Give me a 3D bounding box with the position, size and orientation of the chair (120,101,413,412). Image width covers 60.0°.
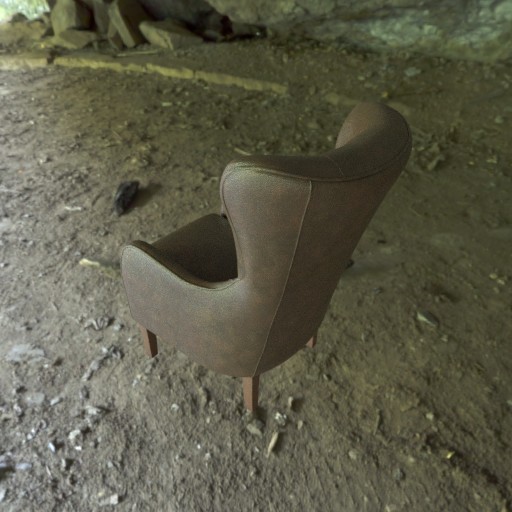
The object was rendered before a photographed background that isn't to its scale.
[{"bbox_3d":[0.000,0.000,1.617,0.914,1.048,0.692,23,39,31],"label":"chair"}]
